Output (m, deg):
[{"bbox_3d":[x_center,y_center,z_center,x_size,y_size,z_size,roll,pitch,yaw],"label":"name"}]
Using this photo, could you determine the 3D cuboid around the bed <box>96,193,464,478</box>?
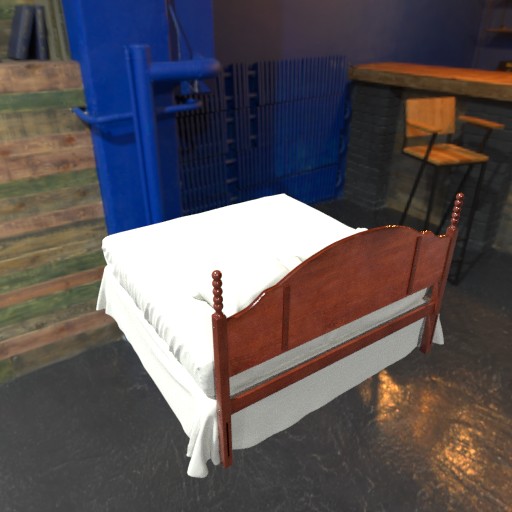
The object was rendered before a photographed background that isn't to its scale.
[{"bbox_3d":[0.000,0.000,3.611,2.322,1.355,2.219,-17,33,-29],"label":"bed"}]
